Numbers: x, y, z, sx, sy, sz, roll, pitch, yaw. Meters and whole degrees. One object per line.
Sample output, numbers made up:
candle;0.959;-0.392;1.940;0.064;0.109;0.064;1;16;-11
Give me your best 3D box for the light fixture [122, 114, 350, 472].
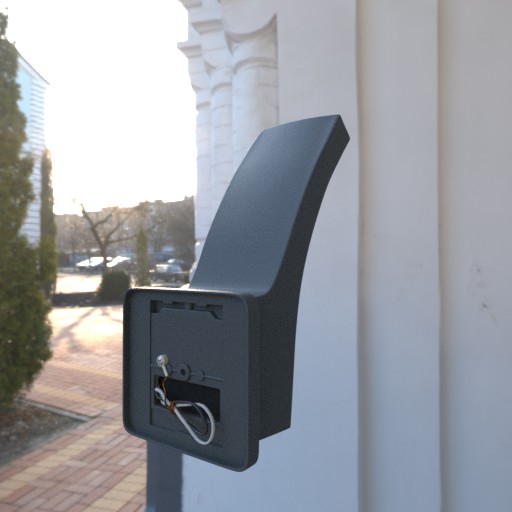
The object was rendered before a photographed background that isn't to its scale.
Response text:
light fixture;0.000;0.000;0.341;0.108;0.243;0.174;0;-1;36
